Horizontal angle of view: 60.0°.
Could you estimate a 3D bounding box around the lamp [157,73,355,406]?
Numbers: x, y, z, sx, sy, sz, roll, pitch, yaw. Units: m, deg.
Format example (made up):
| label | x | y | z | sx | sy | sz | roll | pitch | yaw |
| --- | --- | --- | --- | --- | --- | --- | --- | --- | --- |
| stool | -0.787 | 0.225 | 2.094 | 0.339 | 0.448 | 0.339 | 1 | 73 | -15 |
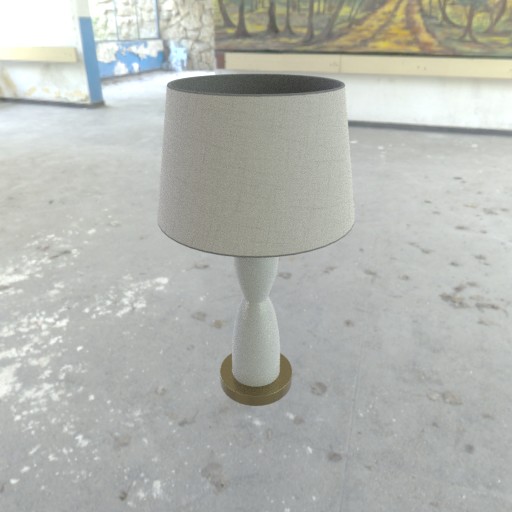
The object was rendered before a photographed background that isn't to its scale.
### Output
| label | x | y | z | sx | sy | sz | roll | pitch | yaw |
| --- | --- | --- | --- | --- | --- | --- | --- | --- | --- |
| lamp | 0.000 | 0.000 | 0.743 | 0.309 | 0.545 | 0.309 | 0 | 28 | 0 |
